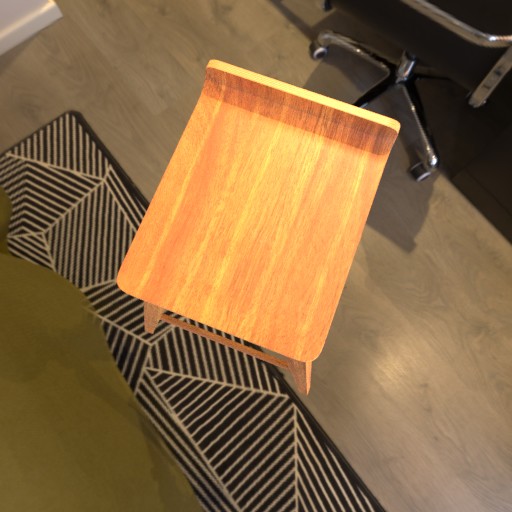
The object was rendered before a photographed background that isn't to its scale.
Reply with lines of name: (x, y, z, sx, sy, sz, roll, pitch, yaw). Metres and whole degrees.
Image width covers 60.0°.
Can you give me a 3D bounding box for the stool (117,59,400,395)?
stool: (0.000, 0.000, 1.007, 0.500, 0.650, 0.500, 20, 77, 5)
